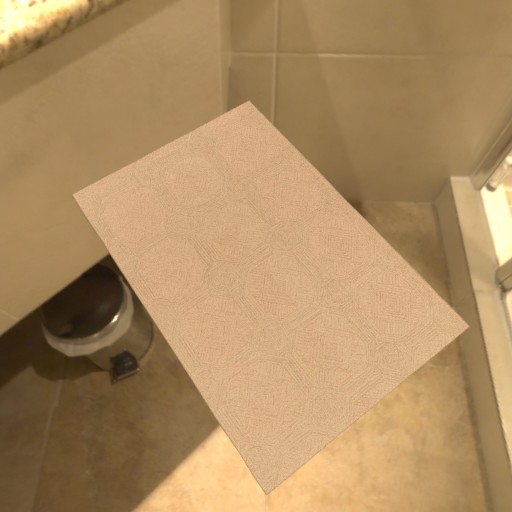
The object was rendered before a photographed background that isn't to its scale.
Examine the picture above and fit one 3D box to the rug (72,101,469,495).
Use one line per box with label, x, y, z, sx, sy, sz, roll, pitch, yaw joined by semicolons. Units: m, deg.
rug;0.000;0.000;2.320;1.236;0.009;1.839;-33;68;-15
